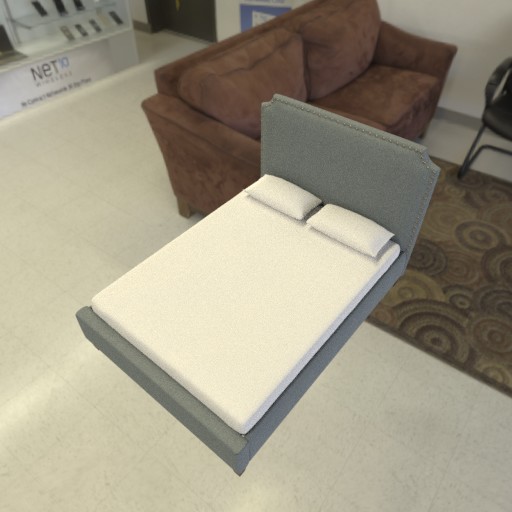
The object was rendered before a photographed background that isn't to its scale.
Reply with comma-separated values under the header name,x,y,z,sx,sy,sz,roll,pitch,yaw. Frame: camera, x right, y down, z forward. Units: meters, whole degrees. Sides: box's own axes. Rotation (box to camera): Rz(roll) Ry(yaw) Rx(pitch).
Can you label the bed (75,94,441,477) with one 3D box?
name,x,y,z,sx,sy,sz,roll,pitch,yaw
bed,0.000,0.000,3.497,1.712,1.443,2.372,30,52,27
